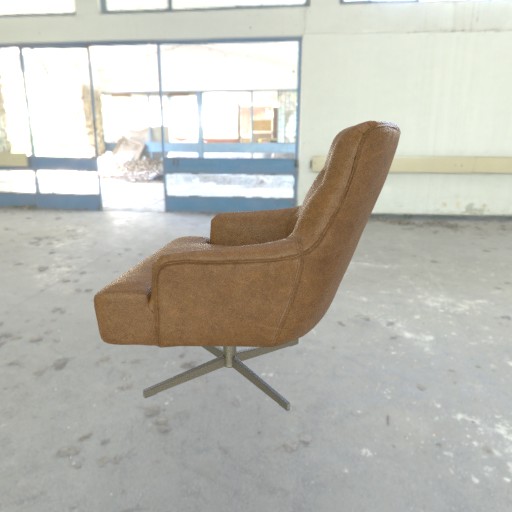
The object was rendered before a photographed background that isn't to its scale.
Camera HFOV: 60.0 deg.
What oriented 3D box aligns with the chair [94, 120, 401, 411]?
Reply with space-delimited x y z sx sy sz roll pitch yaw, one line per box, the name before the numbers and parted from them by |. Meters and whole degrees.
chair | 0.000 0.000 1.520 0.874 0.869 0.729 2 15 8
